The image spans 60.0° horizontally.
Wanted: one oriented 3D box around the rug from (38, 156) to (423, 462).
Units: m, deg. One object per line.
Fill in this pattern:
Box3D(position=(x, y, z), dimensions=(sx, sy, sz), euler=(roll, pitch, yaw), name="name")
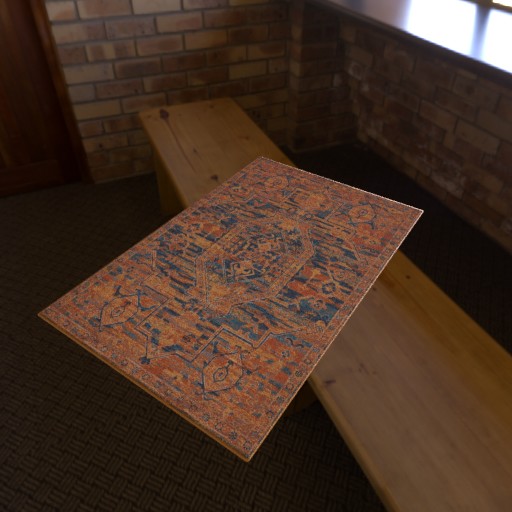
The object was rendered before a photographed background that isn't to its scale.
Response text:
Box3D(position=(0.000, 0.000, 2.267), dimensions=(1.148, 0.013, 1.758), euler=(24, 46, 25), name="rug")
